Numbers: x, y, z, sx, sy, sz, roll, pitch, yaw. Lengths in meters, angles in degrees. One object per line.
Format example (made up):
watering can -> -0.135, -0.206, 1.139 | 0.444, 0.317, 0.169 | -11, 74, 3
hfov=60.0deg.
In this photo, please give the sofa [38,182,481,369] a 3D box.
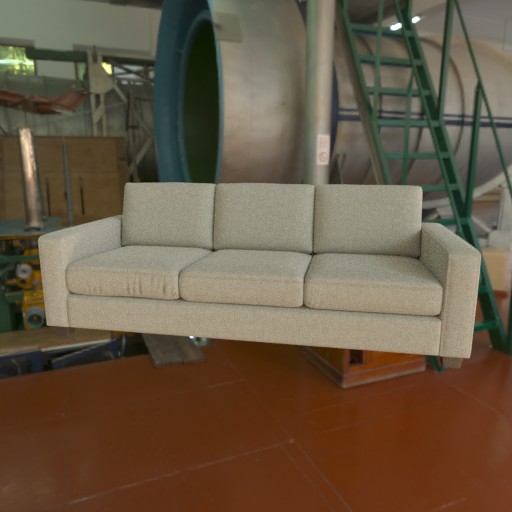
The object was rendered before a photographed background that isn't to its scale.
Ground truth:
sofa -> 0.000, 0.000, 2.552 | 2.160, 0.800, 0.900 | 2, 13, 11
